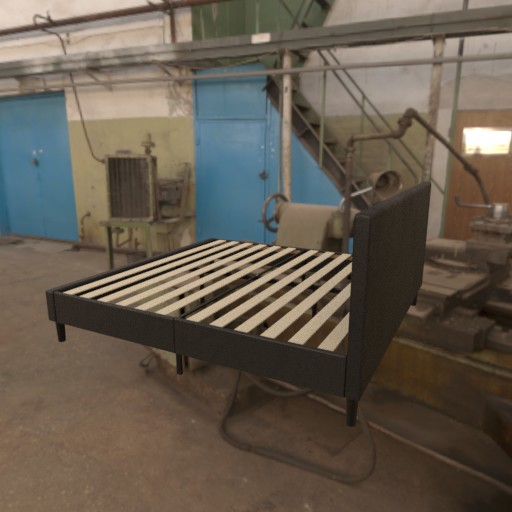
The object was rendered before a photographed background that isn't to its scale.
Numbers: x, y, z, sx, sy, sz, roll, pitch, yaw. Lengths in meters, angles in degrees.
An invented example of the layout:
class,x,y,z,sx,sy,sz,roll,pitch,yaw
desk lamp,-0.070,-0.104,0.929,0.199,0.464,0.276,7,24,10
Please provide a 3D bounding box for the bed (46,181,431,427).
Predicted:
class,x,y,z,sx,sy,sz,roll,pitch,yaw
bed,0.000,0.000,3.329,2.152,1.046,2.018,7,16,27
